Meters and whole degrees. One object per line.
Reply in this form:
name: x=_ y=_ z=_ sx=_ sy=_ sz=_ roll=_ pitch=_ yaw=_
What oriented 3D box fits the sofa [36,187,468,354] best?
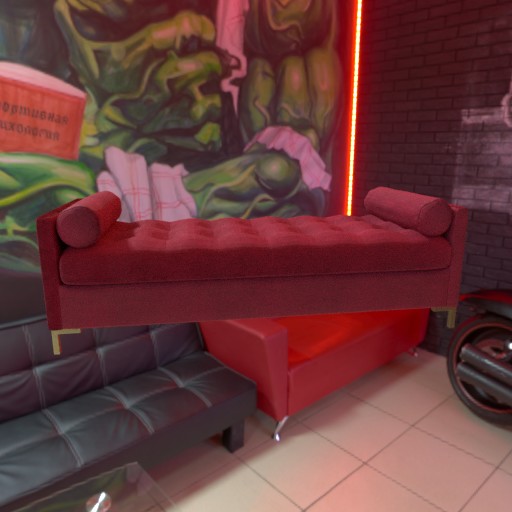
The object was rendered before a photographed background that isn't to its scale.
sofa: x=0.000 y=0.000 z=2.520 sx=2.102 sy=0.705 sz=0.796 roll=-2 pitch=14 yaw=-9
